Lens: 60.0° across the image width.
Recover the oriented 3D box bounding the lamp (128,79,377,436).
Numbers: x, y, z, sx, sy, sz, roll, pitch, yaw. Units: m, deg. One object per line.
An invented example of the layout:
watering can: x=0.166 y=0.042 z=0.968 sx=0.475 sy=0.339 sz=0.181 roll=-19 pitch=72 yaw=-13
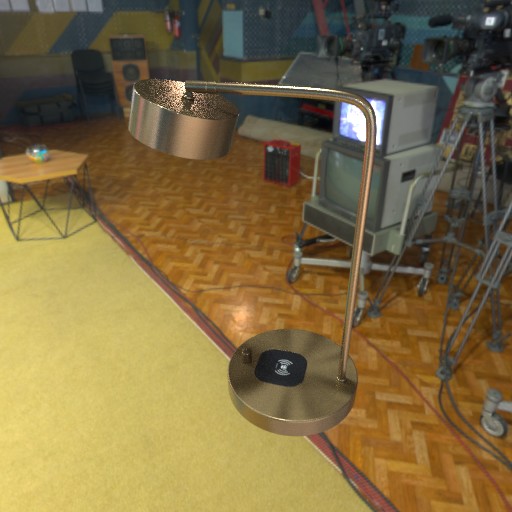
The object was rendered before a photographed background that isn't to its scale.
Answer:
lamp: x=0.000 y=0.000 z=0.517 sx=0.270 sy=0.380 sz=0.171 roll=8 pitch=30 yaw=14
